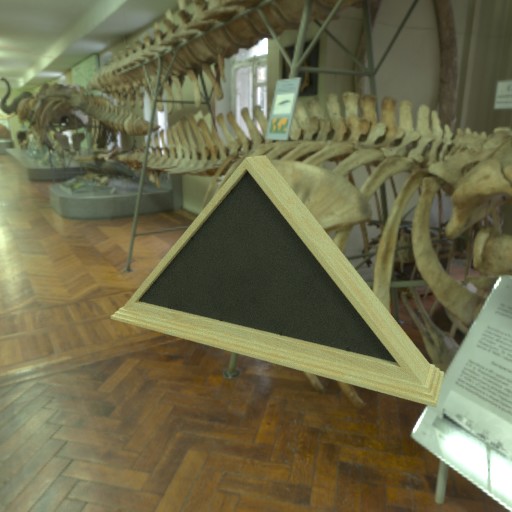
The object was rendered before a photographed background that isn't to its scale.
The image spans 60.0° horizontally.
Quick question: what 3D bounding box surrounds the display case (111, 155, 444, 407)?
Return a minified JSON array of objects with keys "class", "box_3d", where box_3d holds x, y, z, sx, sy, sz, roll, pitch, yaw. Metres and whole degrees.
[{"class":"display case","box_3d":[0.000,0.000,0.775,0.640,0.340,0.095,9,19,27]}]
